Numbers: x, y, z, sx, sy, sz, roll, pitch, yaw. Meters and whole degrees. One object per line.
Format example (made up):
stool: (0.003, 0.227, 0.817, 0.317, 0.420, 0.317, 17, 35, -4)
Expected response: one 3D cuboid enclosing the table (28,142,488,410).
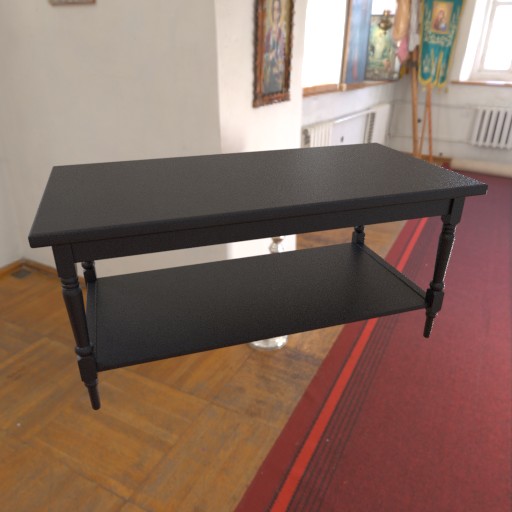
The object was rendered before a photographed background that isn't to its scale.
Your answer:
table: (0.000, 0.000, 1.358, 1.107, 0.510, 0.550, -8, 27, -16)
